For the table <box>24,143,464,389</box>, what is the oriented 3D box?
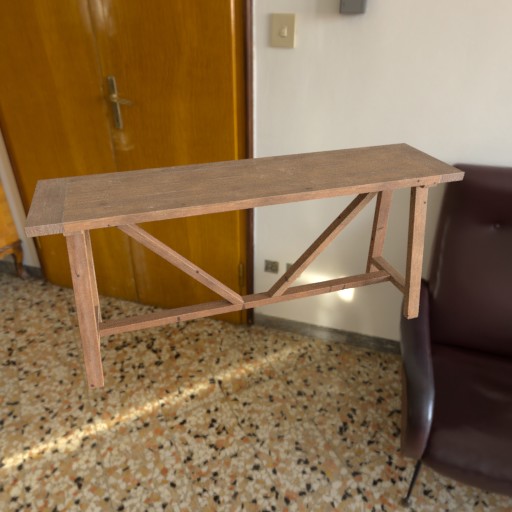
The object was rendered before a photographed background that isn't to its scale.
[{"bbox_3d":[0.000,0.000,2.136,1.800,0.810,0.465,-9,32,-15],"label":"table"}]
